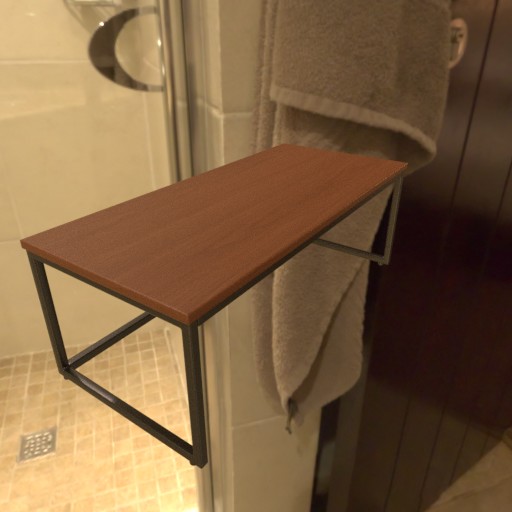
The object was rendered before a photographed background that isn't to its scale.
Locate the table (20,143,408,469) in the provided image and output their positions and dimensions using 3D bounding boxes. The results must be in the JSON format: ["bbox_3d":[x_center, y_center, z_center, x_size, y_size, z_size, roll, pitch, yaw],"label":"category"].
[{"bbox_3d":[0.000,0.000,1.339,0.500,0.400,1.100,18,32,31],"label":"table"}]
